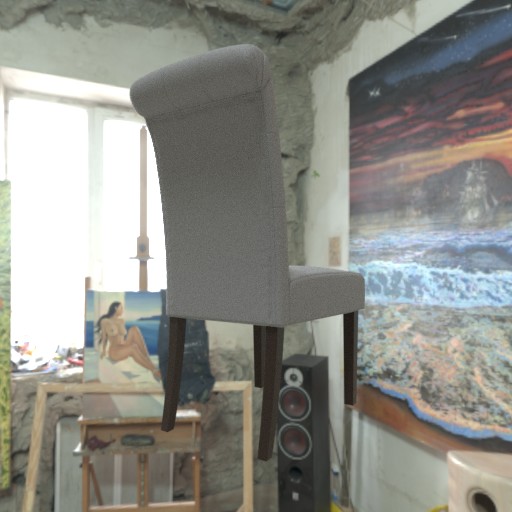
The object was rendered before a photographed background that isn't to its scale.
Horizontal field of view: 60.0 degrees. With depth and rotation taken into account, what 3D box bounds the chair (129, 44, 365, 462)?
[{"bbox_3d":[0.000,0.000,1.369,0.456,1.006,0.671,0,-1,34],"label":"chair"}]
